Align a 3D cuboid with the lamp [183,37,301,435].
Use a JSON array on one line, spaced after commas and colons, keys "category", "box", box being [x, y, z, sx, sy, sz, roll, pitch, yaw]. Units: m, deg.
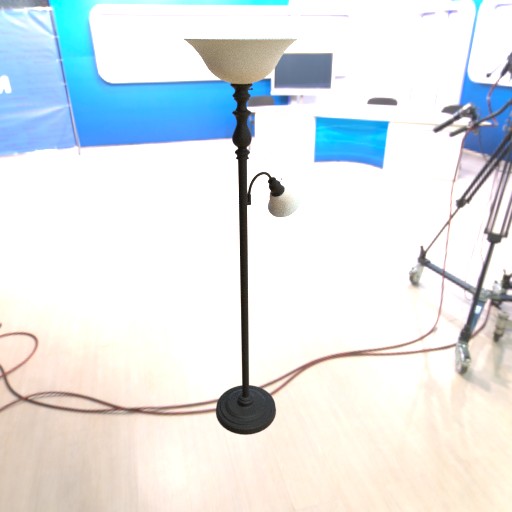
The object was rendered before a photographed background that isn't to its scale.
[{"category": "lamp", "box": [0.000, 0.000, 2.029, 0.405, 1.793, 0.588, 18, 32, 31]}]
